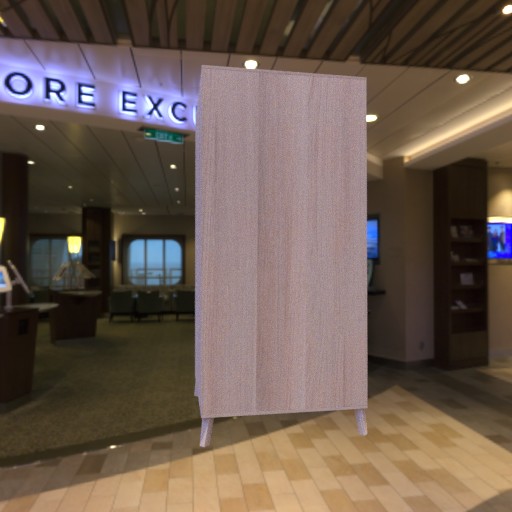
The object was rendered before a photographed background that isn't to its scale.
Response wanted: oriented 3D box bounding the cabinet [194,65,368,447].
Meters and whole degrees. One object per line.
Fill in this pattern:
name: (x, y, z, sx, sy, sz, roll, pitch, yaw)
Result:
cabinet: (0.000, 0.000, 2.667, 1.272, 1.957, 0.969, -1, -1, 35)
